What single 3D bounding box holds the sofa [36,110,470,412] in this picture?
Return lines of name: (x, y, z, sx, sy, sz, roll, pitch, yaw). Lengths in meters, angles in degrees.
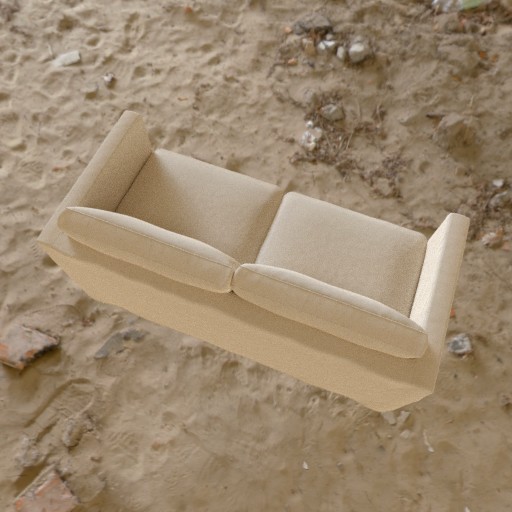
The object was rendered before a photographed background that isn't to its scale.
sofa: (0.000, 0.000, 2.450, 1.987, 0.870, 0.940, 20, 66, 9)
